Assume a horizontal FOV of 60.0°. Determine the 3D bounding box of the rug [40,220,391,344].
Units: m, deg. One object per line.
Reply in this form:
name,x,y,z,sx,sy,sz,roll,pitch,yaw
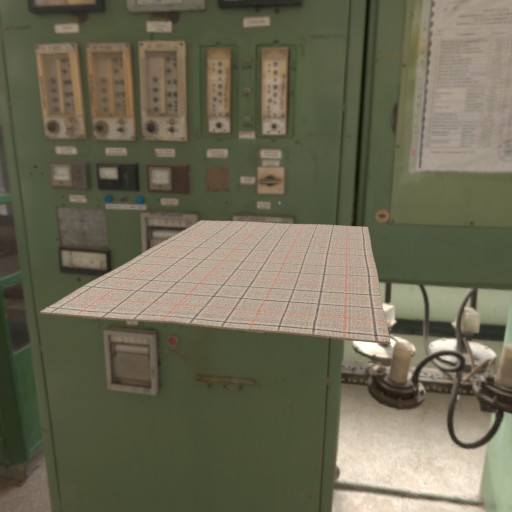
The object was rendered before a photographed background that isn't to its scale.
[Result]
rug,0.000,0.000,2.344,1.220,0.013,1.829,3,15,11
